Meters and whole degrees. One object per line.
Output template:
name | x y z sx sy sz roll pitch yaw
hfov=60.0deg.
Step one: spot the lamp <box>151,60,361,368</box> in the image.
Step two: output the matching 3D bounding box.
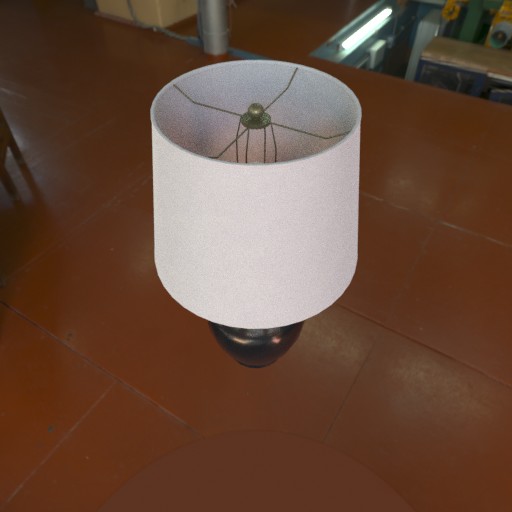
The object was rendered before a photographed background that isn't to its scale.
lamp | 0.000 0.000 0.544 0.239 0.399 0.239 0 47 0
